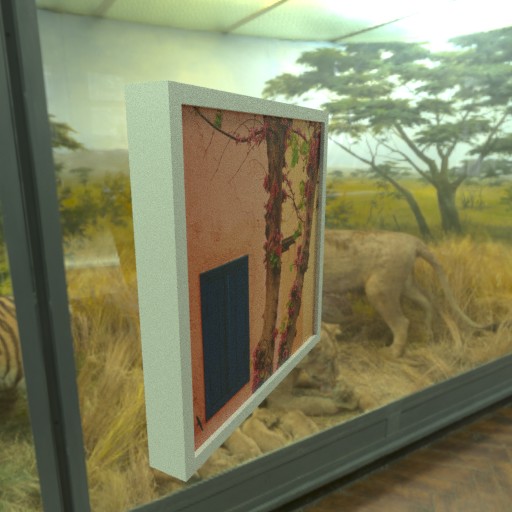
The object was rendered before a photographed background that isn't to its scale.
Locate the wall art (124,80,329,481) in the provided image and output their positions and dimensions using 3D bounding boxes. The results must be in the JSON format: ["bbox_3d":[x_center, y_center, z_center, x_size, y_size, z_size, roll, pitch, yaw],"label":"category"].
[{"bbox_3d":[0.000,0.000,0.457,0.038,0.302,0.305,7,16,28],"label":"wall art"}]
